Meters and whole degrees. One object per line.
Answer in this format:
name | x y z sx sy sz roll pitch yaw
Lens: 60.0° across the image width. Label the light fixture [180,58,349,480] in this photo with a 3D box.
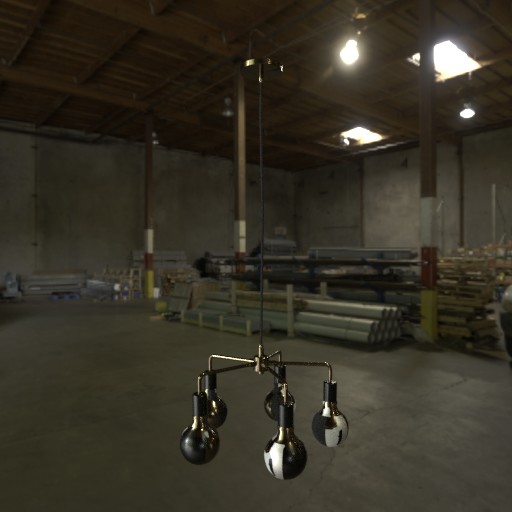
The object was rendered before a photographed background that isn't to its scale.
light fixture | 0.000 0.000 1.172 0.421 0.988 0.438 0 0 37
